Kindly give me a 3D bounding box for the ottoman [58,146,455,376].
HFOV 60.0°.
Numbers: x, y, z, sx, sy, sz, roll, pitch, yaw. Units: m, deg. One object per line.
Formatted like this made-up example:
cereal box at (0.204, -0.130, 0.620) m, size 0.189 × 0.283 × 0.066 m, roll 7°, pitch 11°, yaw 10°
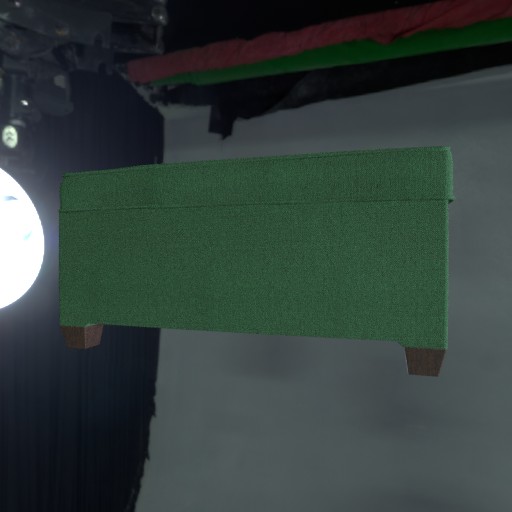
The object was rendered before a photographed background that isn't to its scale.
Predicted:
ottoman at (0.000, 0.000, 1.202) m, size 0.957 × 0.471 × 0.483 m, roll 0°, pitch 1°, yaw 18°
